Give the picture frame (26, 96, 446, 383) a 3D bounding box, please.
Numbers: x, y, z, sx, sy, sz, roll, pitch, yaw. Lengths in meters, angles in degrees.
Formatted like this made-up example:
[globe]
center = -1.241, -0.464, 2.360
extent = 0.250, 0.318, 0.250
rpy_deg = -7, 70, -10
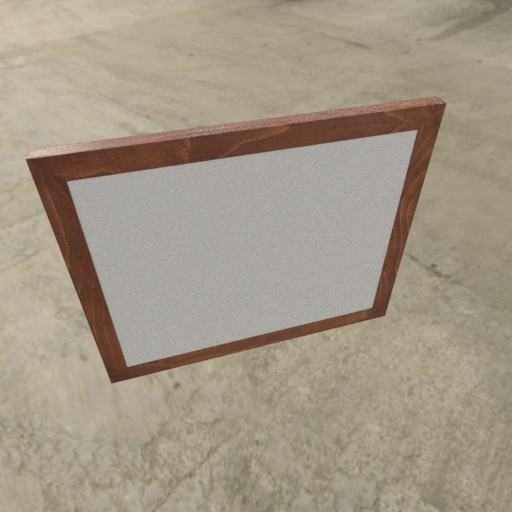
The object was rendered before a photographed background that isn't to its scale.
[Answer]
[picture frame]
center = 0.000, 0.000, 0.728
extent = 0.559, 0.457, 0.025
rpy_deg = -11, 43, -13
